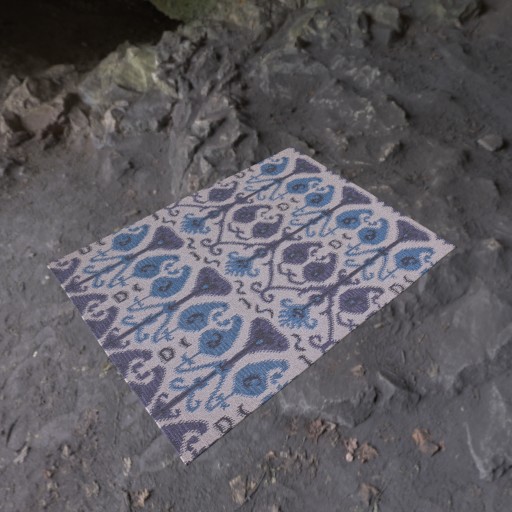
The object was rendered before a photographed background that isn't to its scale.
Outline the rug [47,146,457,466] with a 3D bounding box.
[{"bbox_3d":[0.000,0.000,3.013,2.261,0.013,1.676,-31,53,-27],"label":"rug"}]
